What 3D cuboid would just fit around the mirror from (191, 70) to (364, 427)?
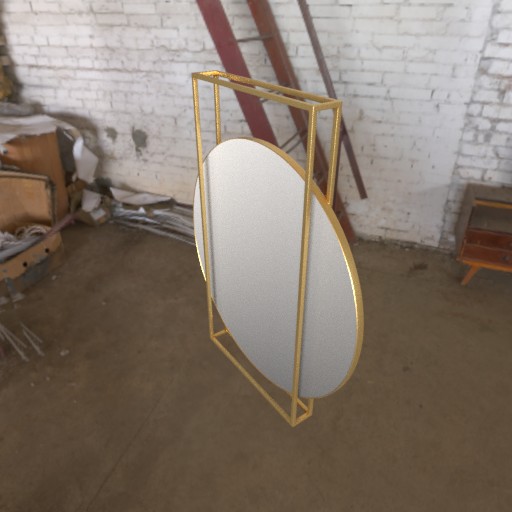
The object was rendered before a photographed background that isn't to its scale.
[{"bbox_3d":[0.000,0.000,0.825,0.051,0.603,0.508,-20,36,-30],"label":"mirror"}]
